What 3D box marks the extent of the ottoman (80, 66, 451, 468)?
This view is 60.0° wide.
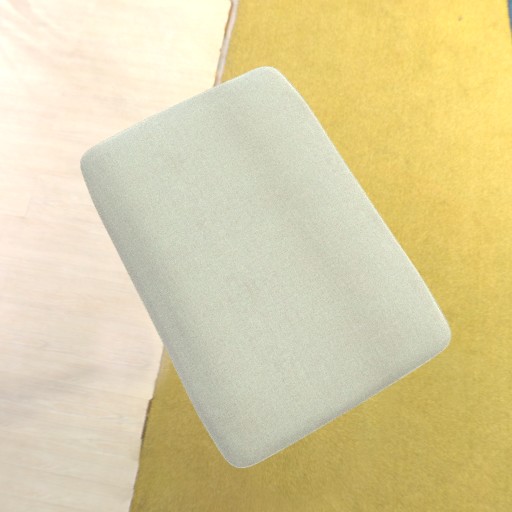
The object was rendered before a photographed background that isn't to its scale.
[{"bbox_3d":[0.000,0.000,1.349,0.686,0.453,0.984,-28,77,-7],"label":"ottoman"}]
